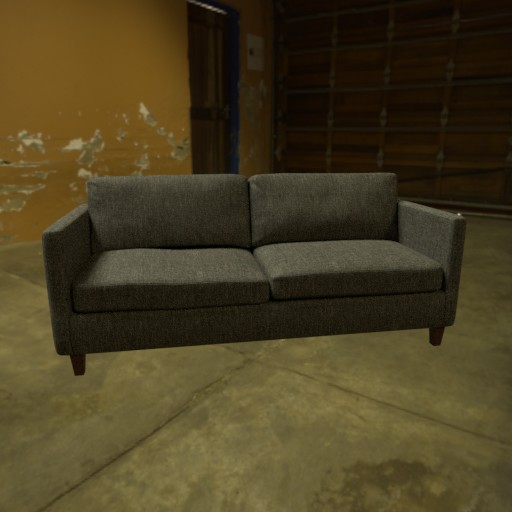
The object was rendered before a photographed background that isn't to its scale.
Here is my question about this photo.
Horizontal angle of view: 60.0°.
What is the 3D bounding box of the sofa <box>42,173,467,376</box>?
[{"bbox_3d":[0.000,0.000,2.721,2.208,0.960,0.948,-3,15,-9],"label":"sofa"}]
